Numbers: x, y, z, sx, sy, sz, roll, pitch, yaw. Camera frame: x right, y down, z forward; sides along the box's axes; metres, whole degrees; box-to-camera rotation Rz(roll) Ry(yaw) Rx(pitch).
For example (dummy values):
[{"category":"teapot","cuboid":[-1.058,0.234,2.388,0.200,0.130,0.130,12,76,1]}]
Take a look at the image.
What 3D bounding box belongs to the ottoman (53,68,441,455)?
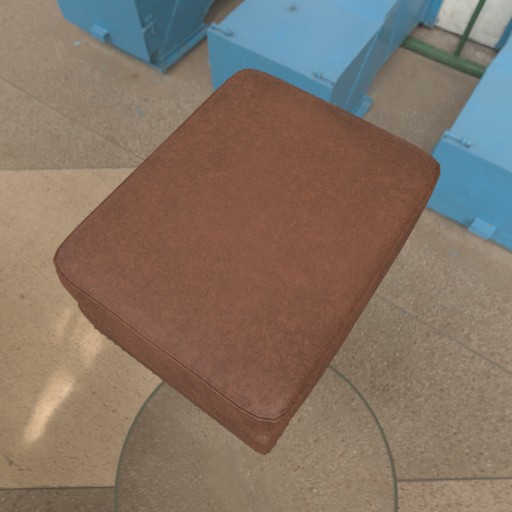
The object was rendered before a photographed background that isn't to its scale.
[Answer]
[{"category":"ottoman","cuboid":[0.000,0.000,1.127,0.589,0.537,0.738,32,68,15]}]
